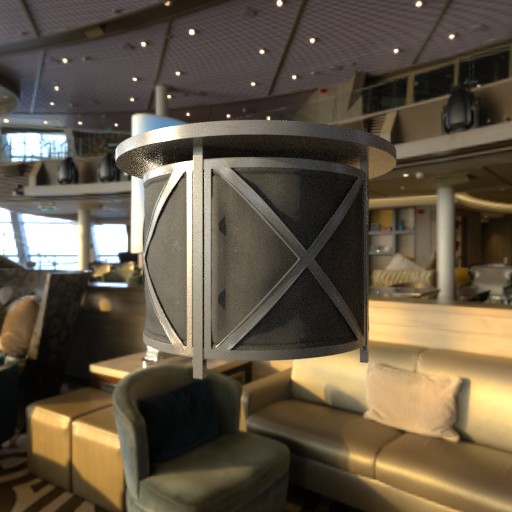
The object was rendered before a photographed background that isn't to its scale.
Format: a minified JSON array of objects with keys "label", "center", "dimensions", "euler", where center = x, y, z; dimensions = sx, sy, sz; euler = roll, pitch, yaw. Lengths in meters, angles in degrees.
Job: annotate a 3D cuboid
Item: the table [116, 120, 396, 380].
[{"label":"table","center":[0.000,0.000,1.514],"dimensions":[0.914,0.650,0.914],"euler":[0,0,0]}]
